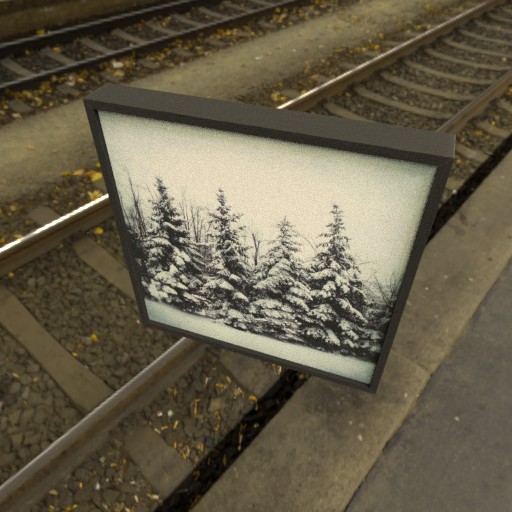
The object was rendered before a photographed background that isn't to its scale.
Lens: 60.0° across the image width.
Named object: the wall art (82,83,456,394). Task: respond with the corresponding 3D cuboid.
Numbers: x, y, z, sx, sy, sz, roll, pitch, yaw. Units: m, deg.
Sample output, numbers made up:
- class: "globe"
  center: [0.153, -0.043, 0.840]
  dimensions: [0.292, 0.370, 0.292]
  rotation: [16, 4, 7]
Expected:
- class: "wall art"
  center: [0.000, 0.000, 0.459]
  dimensions: [0.305, 0.305, 0.037]
  rotation: [13, 44, 14]
